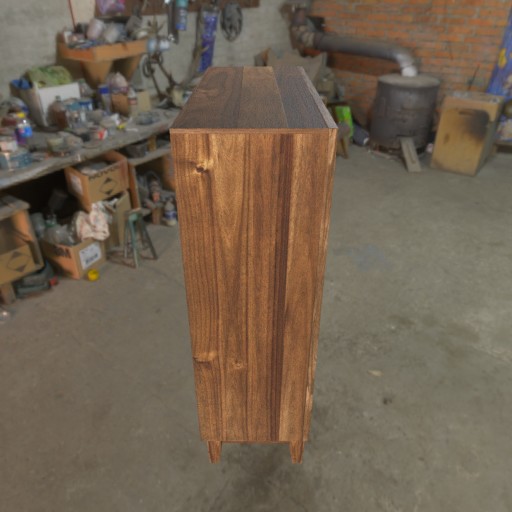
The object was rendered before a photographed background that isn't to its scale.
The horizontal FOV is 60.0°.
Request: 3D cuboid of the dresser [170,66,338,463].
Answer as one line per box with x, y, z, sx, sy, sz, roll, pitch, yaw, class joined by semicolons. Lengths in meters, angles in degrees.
0.000;0.000;1.939;0.442;1.393;1.062;0;31;0;dresser
